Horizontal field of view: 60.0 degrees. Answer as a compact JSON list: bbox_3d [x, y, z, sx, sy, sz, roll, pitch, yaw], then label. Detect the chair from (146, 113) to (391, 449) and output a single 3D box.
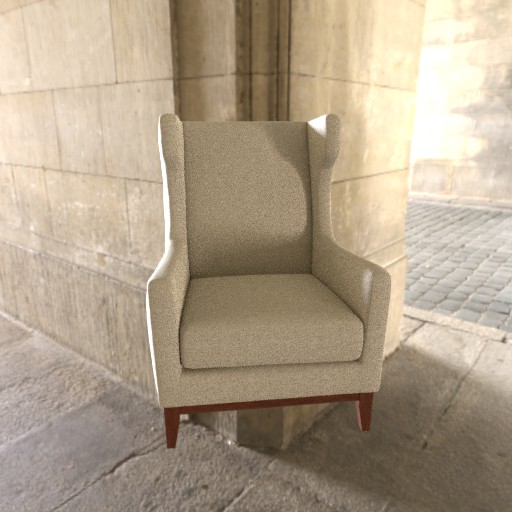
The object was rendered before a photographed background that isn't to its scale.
[{"bbox_3d":[0.000,0.000,1.752,0.778,1.079,0.899,-2,17,-7],"label":"chair"}]
